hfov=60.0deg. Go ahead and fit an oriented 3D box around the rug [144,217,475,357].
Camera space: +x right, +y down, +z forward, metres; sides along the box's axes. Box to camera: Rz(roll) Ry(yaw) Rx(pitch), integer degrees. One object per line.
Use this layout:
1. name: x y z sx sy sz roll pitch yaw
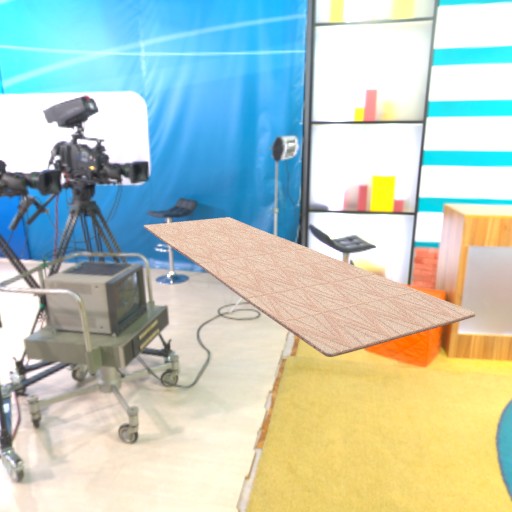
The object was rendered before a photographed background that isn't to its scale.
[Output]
1. rug: 0.000 0.000 2.669 0.760 0.015 2.435 -8 17 -27
